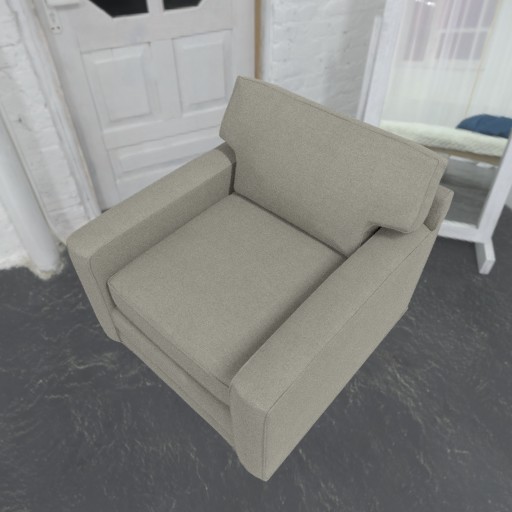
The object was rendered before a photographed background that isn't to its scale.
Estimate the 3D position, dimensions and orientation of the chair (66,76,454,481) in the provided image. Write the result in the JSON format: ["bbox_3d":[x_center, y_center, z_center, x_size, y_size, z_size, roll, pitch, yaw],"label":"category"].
[{"bbox_3d":[0.000,0.000,1.744,0.999,0.934,1.044,33,55,27],"label":"chair"}]
